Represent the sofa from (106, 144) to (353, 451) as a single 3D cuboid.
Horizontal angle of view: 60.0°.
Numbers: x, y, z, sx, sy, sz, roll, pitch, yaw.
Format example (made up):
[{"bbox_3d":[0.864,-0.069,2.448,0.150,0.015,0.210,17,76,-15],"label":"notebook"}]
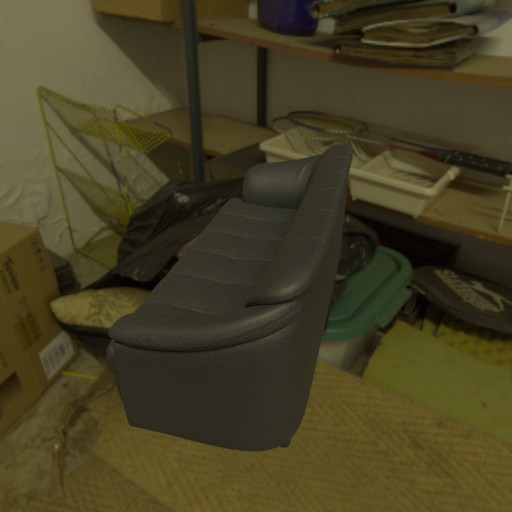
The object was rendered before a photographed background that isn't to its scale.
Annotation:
[{"bbox_3d":[0.000,0.000,2.249,0.800,0.811,1.829,8,31,13],"label":"sofa"}]
